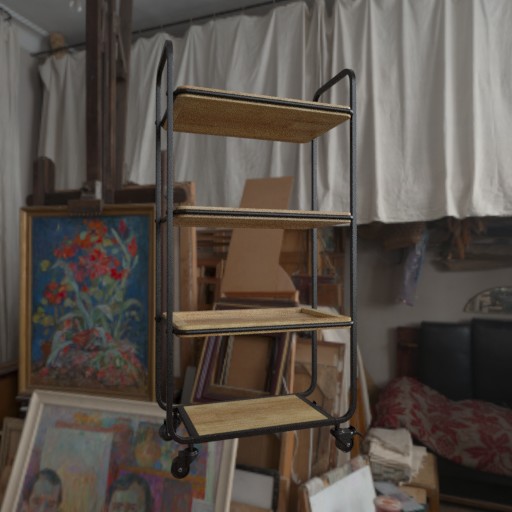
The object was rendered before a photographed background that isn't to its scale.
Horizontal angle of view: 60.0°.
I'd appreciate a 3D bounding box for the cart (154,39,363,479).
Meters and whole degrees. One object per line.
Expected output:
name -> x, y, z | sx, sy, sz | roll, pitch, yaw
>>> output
cart -> 0.000, 0.000, 1.275 | 0.545, 1.080, 0.321 | 0, -1, -19
